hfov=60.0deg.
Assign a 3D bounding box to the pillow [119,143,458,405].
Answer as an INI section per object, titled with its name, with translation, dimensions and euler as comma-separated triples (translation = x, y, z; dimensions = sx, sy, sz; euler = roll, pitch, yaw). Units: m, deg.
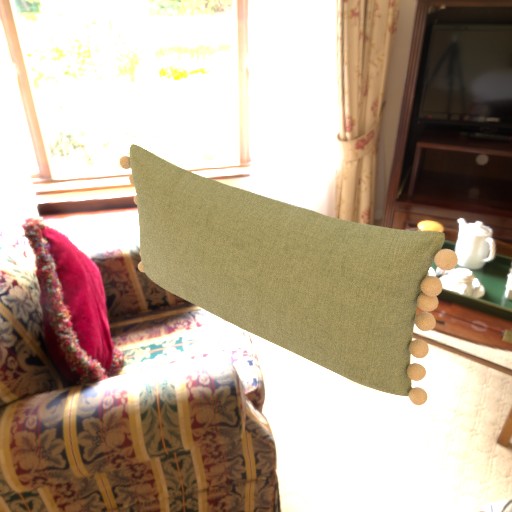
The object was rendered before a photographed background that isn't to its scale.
[pillow]
translation = 0.000, 0.000, 0.838
dimensions = 0.709, 0.322, 0.201
euler = 21, 35, 32
